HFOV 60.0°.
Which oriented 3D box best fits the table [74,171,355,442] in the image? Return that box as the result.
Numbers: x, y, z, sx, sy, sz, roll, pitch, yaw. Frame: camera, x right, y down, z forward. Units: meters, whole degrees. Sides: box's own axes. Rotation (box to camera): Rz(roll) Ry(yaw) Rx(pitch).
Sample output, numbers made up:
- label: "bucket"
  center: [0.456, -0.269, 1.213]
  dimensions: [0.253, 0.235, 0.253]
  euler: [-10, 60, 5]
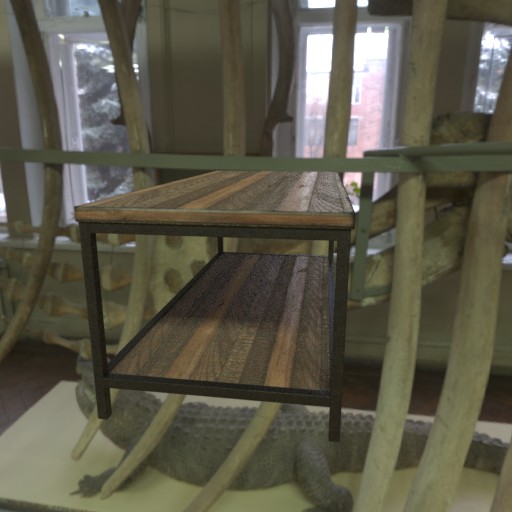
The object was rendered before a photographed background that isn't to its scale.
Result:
- label: "table"
  center: [0.000, 0.000, 1.216]
  dimensions: [0.452, 0.399, 0.990]
  euler: [2, 14, 8]
